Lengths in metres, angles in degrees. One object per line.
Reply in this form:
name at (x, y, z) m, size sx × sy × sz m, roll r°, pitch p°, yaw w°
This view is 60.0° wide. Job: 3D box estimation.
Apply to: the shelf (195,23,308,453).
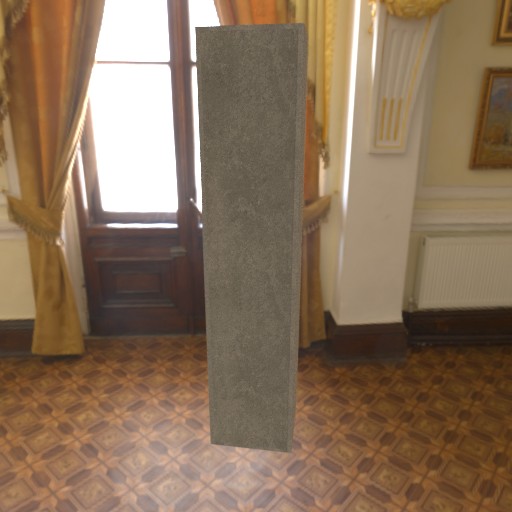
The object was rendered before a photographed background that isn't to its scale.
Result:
shelf at (0.000, 0.000, 1.539) m, size 0.300 × 1.400 × 0.270 m, roll 3°, pitch 18°, yaw 8°
